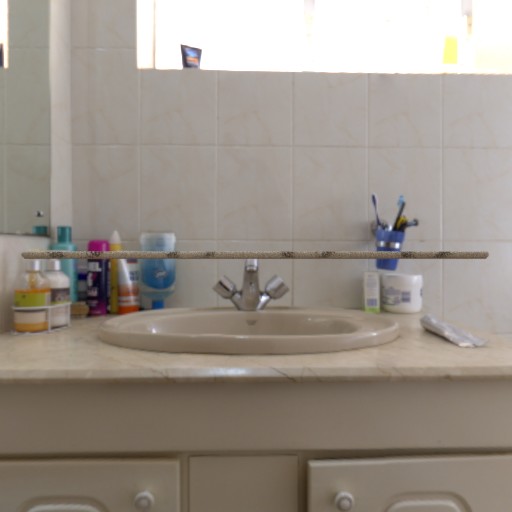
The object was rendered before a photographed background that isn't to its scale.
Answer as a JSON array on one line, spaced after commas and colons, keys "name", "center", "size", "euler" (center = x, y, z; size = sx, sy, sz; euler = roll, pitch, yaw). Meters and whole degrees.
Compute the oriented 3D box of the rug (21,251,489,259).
[{"name": "rug", "center": [0.000, 0.000, 2.103], "size": [1.600, 0.025, 1.200], "euler": [0, 0, 1]}]
